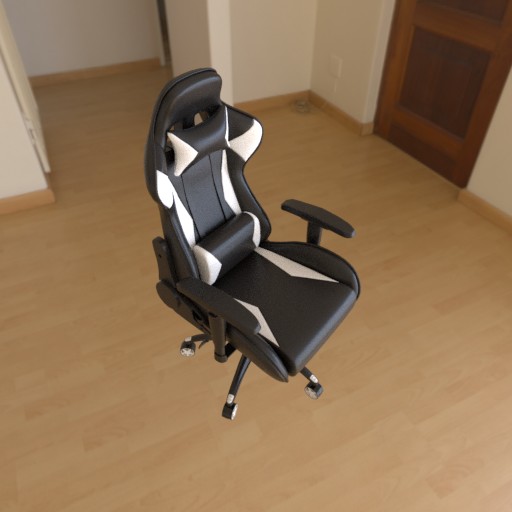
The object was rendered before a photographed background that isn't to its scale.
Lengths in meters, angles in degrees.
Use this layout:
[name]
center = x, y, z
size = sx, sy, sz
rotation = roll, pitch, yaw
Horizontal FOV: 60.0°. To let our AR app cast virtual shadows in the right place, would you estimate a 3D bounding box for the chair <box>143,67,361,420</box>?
[chair]
center = 0.000, 0.000, 1.720
size = 0.695, 1.285, 0.730
rotation = 27, 48, 28
